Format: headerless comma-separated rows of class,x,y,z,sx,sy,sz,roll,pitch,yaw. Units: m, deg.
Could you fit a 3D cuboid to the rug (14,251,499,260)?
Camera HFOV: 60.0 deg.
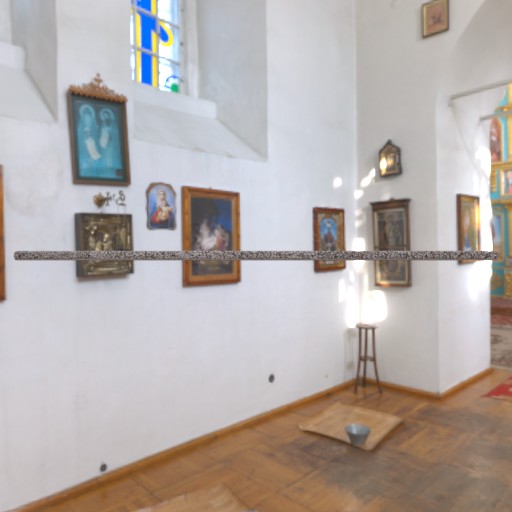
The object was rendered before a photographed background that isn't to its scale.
rug,0.000,0.000,1.685,1.524,0.030,0.609,0,0,0
